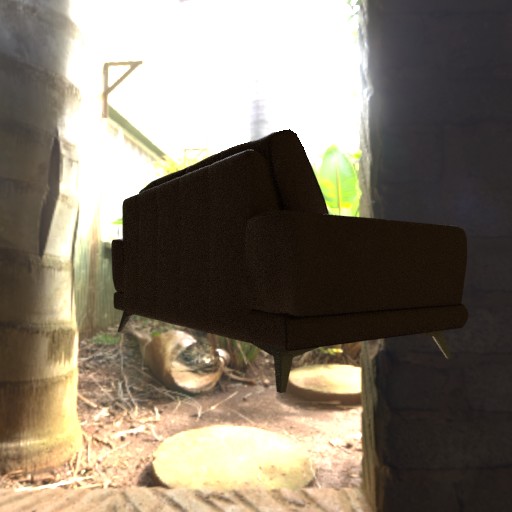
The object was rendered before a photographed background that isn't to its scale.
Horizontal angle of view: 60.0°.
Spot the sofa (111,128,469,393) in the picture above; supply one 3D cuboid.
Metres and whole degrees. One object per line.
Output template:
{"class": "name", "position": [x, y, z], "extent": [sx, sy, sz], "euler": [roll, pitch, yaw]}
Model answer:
{"class": "sofa", "position": [0.000, 0.000, 2.327], "extent": [1.018, 0.907, 1.806], "euler": [1, -2, -35]}
